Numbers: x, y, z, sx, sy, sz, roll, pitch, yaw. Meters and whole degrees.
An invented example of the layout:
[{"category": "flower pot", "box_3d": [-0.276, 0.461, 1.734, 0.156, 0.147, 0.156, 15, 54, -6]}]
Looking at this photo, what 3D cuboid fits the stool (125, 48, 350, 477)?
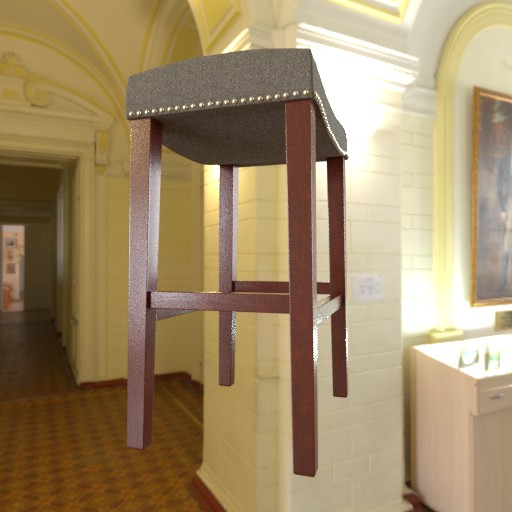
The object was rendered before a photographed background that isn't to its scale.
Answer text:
[{"category": "stool", "box_3d": [0.000, 0.000, 1.021, 0.372, 0.742, 0.504, 0, -1, 18]}]
